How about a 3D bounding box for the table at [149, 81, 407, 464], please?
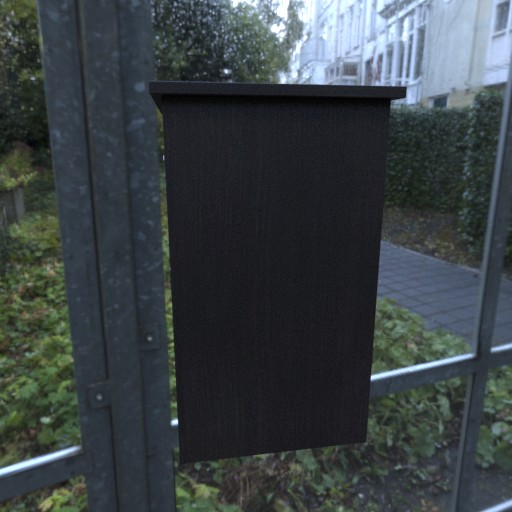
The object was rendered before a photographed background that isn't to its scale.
[{"bbox_3d":[0.000,0.000,0.946,0.381,0.635,0.480,-2,15,-9],"label":"table"}]
